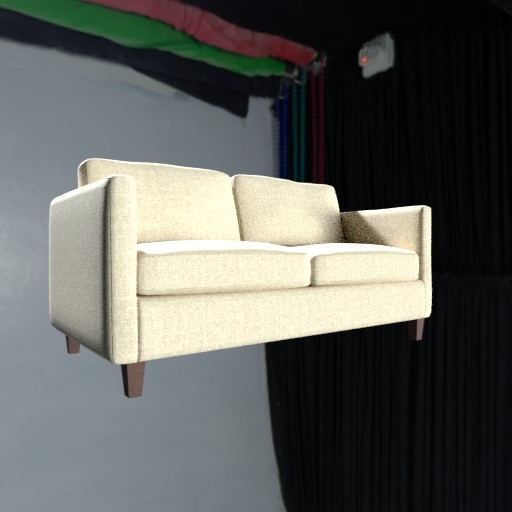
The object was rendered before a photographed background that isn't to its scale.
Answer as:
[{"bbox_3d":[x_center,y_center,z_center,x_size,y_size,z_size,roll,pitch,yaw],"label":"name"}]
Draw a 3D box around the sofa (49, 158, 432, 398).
[{"bbox_3d":[0.000,0.000,2.370,1.884,0.963,0.950,-1,1,-36],"label":"sofa"}]
